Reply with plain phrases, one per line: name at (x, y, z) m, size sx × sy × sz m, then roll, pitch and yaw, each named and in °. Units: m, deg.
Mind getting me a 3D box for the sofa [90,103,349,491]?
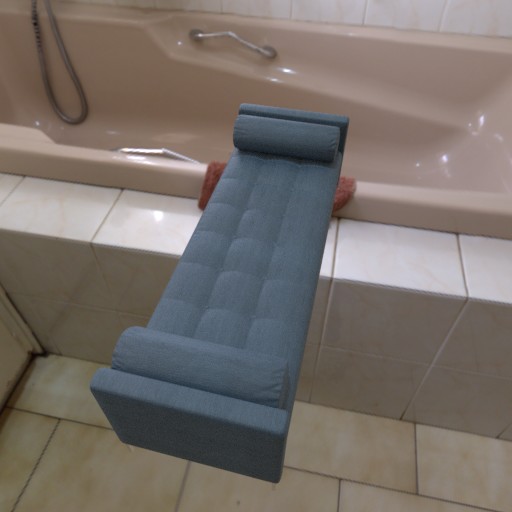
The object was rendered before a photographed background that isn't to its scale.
sofa at (0.000, 0.000, 2.303) m, size 0.686 × 0.635 × 1.981 m, roll 10°, pitch 48°, yaw 9°
